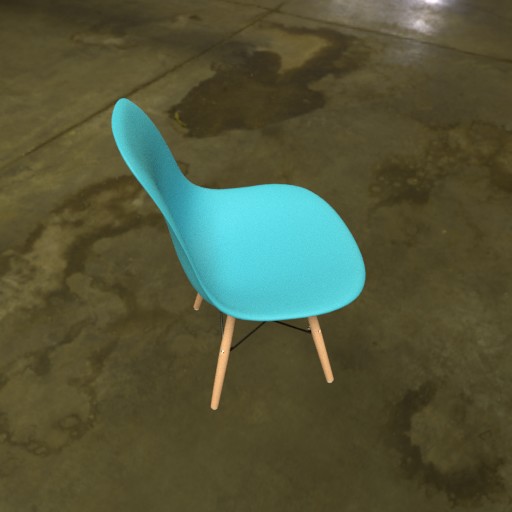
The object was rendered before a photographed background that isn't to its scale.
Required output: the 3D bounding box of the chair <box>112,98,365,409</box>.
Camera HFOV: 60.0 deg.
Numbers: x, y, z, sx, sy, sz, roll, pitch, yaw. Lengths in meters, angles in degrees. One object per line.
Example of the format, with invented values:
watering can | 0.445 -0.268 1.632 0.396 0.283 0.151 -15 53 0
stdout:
chair | 0.000 0.000 1.135 0.531 0.826 0.470 -10 48 -9
